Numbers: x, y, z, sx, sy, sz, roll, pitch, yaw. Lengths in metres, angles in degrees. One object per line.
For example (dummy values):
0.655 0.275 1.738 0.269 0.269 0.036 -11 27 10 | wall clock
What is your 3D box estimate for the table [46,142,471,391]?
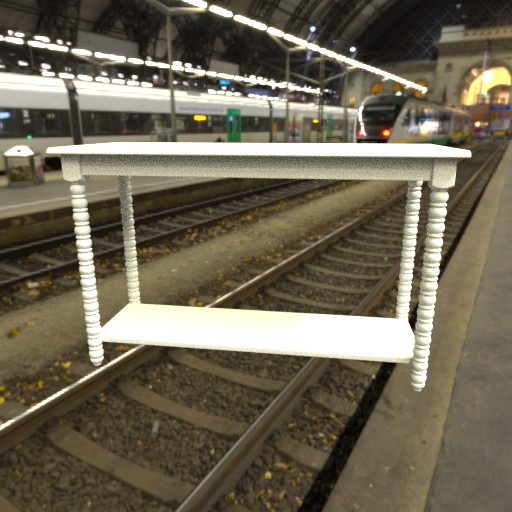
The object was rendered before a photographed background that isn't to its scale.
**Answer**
0.000 0.000 1.530 1.184 0.740 0.459 2 16 8 | table
